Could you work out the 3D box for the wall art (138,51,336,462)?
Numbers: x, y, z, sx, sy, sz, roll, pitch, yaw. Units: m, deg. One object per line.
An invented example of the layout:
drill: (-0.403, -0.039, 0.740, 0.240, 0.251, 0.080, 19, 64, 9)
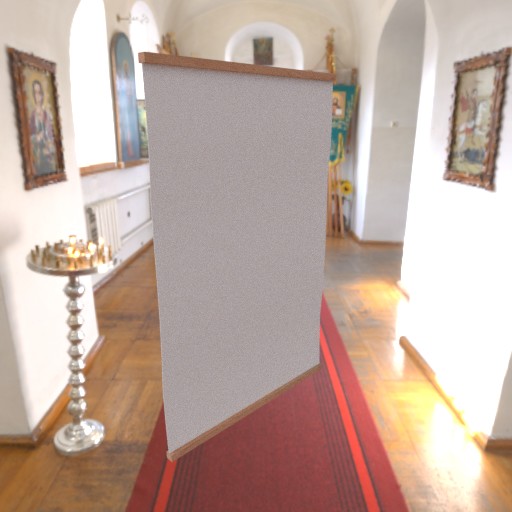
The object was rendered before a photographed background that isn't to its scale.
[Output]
wall art: (0.000, 0.000, 0.640, 0.332, 0.508, 0.012, -16, 23, -42)
